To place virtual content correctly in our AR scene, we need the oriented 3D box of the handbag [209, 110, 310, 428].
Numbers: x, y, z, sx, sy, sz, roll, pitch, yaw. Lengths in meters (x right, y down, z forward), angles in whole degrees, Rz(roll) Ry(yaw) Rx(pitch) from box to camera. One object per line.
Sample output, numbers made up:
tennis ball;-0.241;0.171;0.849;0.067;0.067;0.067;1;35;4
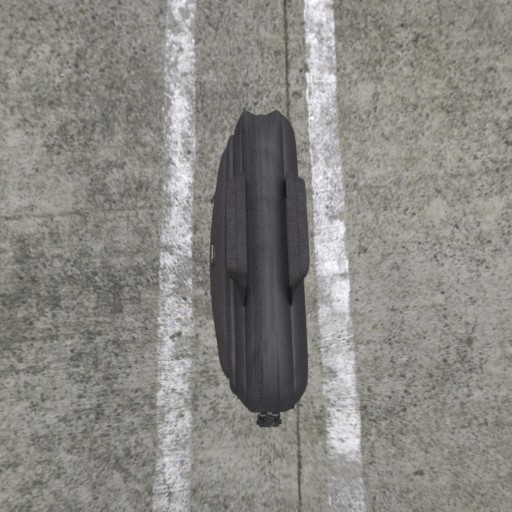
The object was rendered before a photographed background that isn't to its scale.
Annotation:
handbag;0.000;0.000;0.432;0.089;0.244;0.320;-1;74;0
